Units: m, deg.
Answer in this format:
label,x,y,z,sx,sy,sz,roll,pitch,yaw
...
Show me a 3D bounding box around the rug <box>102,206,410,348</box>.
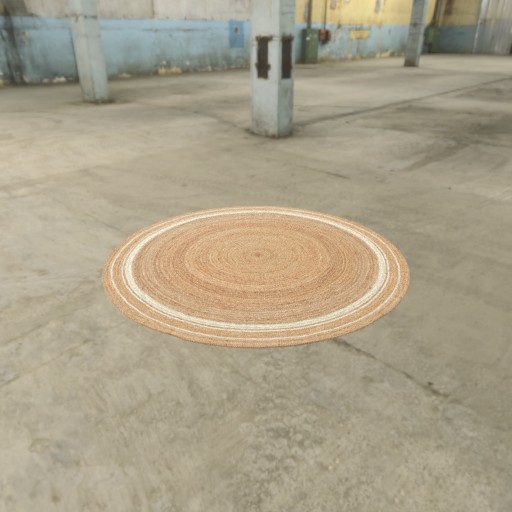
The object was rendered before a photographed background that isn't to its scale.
label,x,y,z,sx,sy,sz,roll,pitch,yaw
rug,0.000,0.000,3.692,2.444,0.015,2.444,0,26,0
